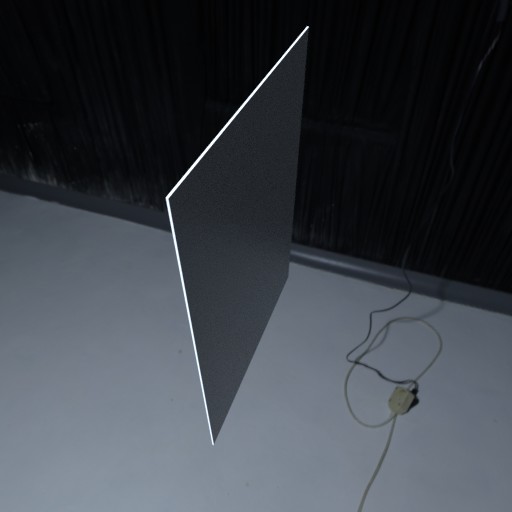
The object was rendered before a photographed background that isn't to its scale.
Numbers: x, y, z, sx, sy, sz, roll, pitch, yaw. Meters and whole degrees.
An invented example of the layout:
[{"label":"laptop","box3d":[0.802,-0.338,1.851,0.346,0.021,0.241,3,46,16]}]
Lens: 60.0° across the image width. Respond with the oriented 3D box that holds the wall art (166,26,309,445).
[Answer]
[{"label":"wall art","box3d":[0.000,0.000,0.779,0.003,0.609,0.457,16,49,14]}]
